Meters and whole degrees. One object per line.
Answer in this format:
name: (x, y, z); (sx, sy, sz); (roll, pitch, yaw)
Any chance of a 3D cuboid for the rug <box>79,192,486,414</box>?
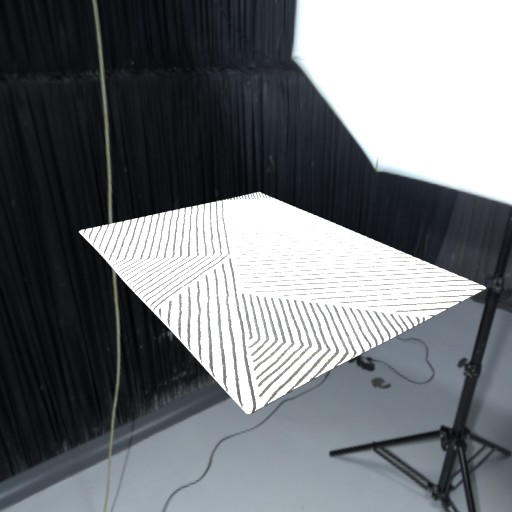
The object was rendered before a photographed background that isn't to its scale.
rug: (0.000, 0.000, 3.212); (1.829, 0.028, 2.449); (-17, 30, -32)
